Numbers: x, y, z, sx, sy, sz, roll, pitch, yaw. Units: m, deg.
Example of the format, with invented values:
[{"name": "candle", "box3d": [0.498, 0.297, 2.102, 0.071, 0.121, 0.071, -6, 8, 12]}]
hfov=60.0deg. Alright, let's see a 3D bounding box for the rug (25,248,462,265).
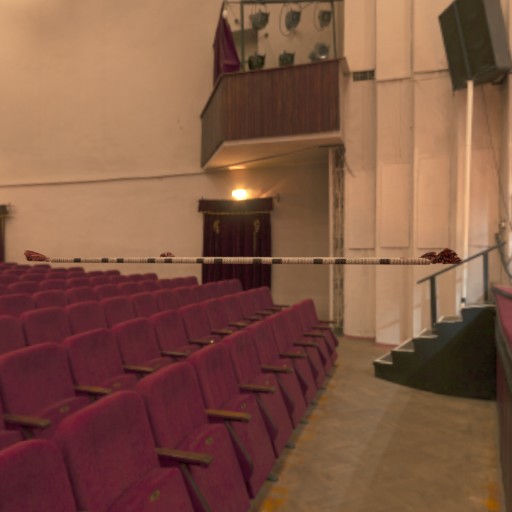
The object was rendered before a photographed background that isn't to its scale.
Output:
[{"name": "rug", "box3d": [0.000, 0.000, 2.587, 2.069, 0.067, 1.444, 0, 0, 18]}]
